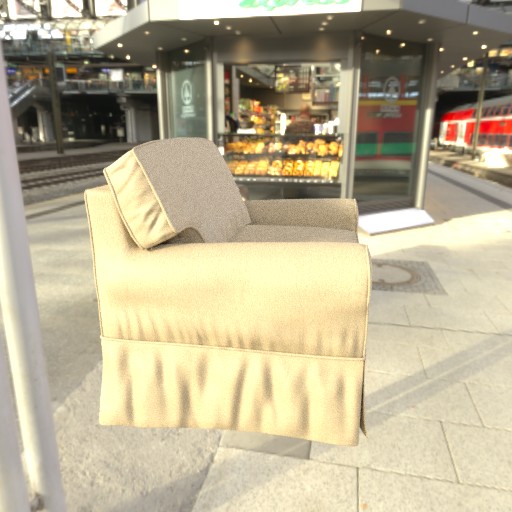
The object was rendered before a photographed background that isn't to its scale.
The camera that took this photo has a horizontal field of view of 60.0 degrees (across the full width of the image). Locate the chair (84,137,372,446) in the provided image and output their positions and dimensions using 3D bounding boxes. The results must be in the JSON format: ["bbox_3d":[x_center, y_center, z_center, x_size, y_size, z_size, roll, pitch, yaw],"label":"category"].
[{"bbox_3d":[0.000,0.000,1.814,0.903,0.937,1.096,3,16,10],"label":"chair"}]
